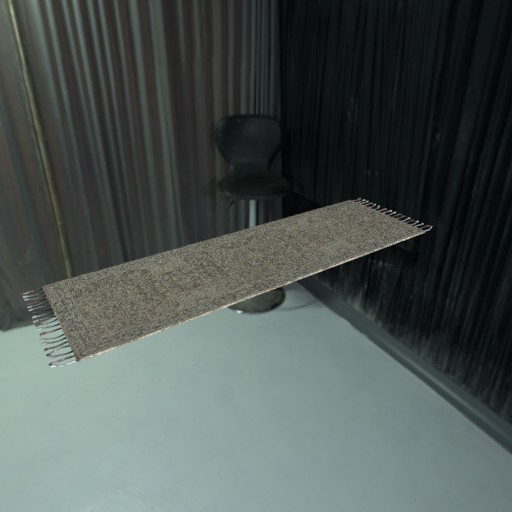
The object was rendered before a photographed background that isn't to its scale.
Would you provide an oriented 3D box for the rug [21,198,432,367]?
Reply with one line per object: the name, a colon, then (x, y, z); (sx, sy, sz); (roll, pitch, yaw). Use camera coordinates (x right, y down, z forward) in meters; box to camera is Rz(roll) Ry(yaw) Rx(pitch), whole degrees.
rug: (0.000, 0.000, 2.860); (2.664, 0.011, 0.762); (-18, 33, -30)
